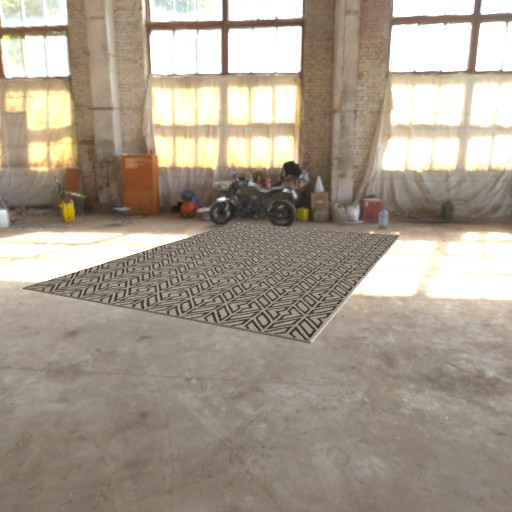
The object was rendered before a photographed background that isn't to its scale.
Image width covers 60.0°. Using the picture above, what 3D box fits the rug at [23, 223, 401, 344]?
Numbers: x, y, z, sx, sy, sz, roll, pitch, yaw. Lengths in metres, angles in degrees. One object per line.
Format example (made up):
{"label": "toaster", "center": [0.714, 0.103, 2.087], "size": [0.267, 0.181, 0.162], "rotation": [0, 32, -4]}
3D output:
{"label": "rug", "center": [0.000, 0.000, 2.336], "size": [1.220, 0.007, 1.828], "rotation": [6, 15, 25]}
